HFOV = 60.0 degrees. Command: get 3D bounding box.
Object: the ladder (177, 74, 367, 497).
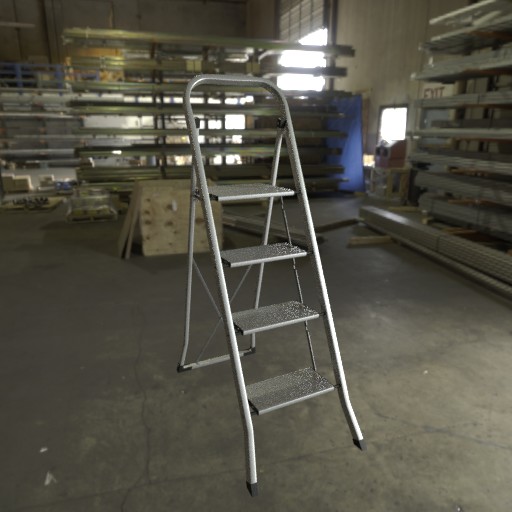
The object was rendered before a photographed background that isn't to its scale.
[{"bbox_3d":[0.000,0.000,1.655,0.465,1.290,0.830,-8,18,-27],"label":"ladder"}]
